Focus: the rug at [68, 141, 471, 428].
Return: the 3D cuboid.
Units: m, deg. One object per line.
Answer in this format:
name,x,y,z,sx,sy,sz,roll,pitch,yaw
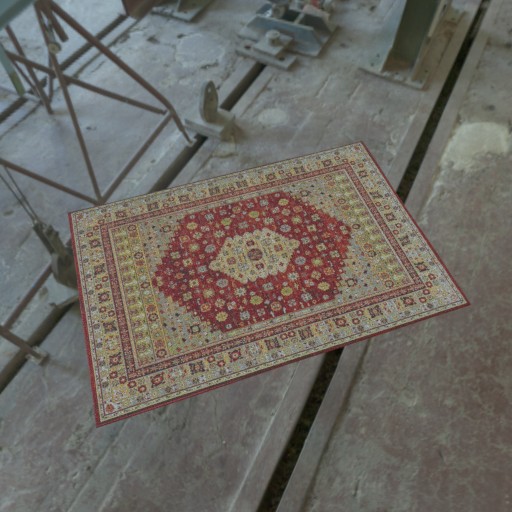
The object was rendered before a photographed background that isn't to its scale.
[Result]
rug,0.000,0.000,2.302,1.802,0.013,1.194,-16,59,-10
